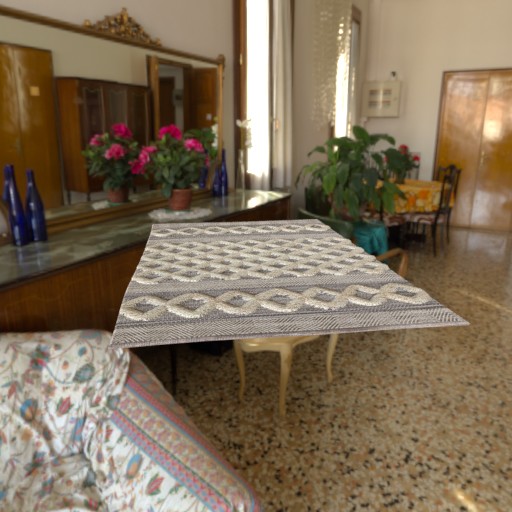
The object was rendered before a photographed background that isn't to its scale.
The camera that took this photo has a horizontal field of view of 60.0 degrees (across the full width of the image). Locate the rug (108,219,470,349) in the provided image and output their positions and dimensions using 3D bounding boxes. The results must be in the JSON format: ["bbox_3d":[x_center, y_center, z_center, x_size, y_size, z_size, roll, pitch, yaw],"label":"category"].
[{"bbox_3d":[0.000,0.000,2.902,1.513,0.033,2.333,-2,16,-8],"label":"rug"}]
